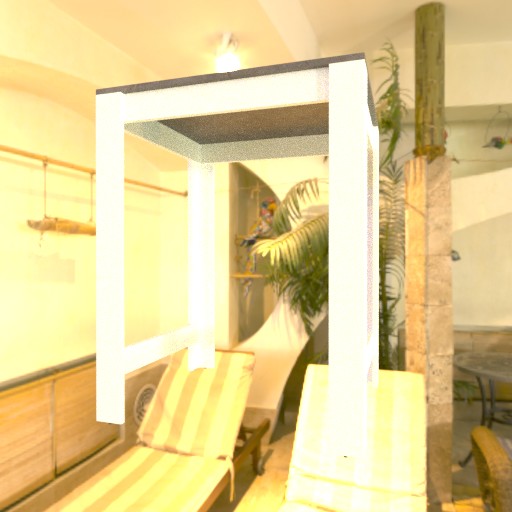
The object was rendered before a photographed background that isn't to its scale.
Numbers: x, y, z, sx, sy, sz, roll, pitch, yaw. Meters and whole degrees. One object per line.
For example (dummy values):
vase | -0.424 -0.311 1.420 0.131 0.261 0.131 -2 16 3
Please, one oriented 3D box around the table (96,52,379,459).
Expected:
table | 0.000 0.000 1.563 0.800 1.020 0.700 0 0 18
